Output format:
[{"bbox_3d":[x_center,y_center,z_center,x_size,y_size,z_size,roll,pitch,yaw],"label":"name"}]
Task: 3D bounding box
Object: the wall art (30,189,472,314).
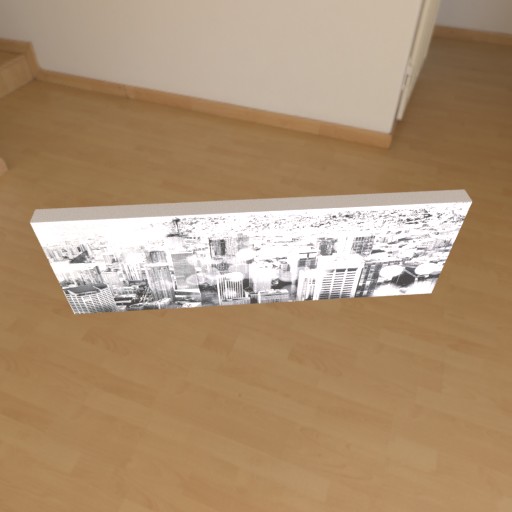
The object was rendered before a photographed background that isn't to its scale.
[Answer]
[{"bbox_3d":[0.000,0.000,0.867,0.763,0.255,0.038,-3,46,-3],"label":"wall art"}]
